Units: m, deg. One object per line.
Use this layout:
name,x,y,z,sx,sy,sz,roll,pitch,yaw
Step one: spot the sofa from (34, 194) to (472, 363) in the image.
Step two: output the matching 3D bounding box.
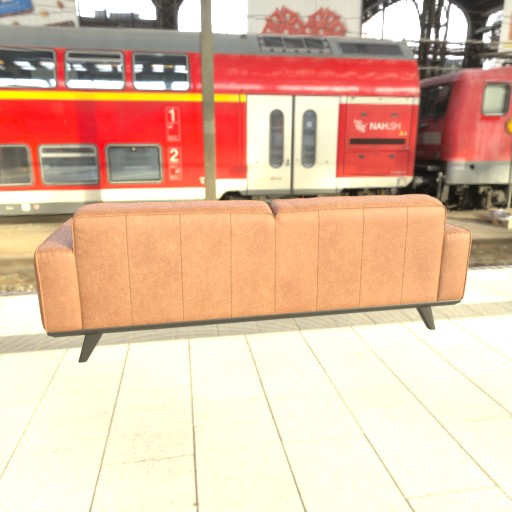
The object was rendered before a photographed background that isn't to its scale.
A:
sofa,0.000,0.000,2.679,2.270,0.780,0.953,-3,15,-11
